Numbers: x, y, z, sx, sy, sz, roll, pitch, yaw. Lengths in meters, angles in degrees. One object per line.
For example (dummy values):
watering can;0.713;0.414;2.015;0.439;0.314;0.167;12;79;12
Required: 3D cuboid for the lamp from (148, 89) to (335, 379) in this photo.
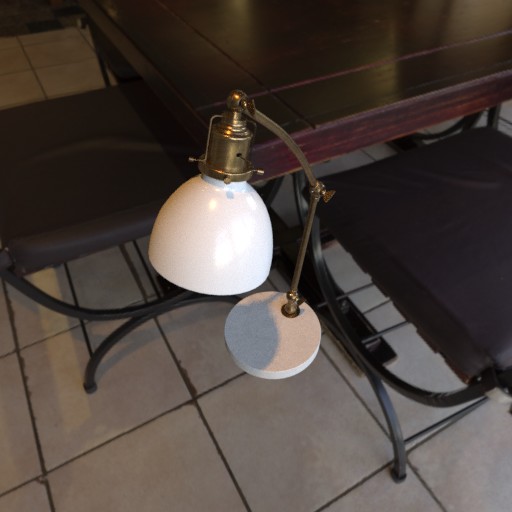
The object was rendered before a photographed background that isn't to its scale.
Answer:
lamp;0.000;0.000;0.657;0.186;0.522;0.317;33;54;28
